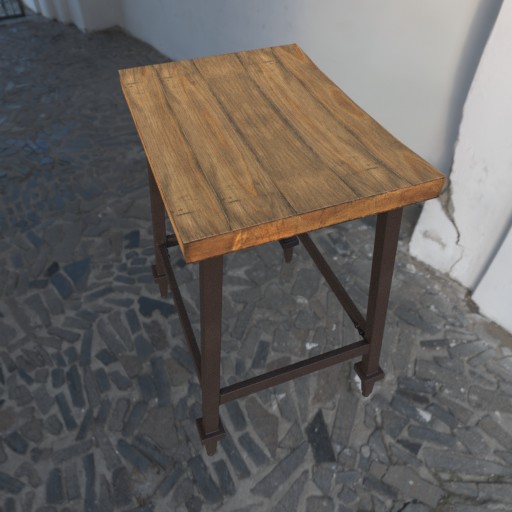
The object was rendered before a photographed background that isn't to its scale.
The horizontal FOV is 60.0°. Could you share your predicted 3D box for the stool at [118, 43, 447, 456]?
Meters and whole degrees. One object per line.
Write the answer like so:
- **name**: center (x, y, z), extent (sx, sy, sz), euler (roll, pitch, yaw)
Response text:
- **stool**: center (0.000, 0.000, 0.903), extent (0.405, 0.625, 0.486), euler (-15, 48, -14)
